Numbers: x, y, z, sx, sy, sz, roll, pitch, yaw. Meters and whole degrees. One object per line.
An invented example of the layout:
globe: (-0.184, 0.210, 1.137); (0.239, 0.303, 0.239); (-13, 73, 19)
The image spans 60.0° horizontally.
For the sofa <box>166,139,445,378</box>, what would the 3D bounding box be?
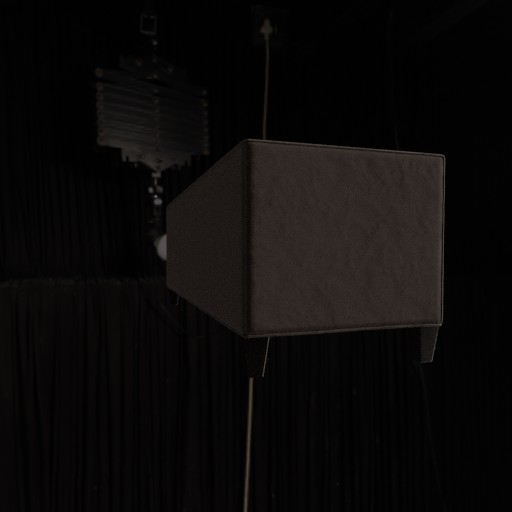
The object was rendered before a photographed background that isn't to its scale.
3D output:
sofa: (0.000, 0.000, 2.525); (0.775, 0.762, 2.159); (0, 1, -18)
